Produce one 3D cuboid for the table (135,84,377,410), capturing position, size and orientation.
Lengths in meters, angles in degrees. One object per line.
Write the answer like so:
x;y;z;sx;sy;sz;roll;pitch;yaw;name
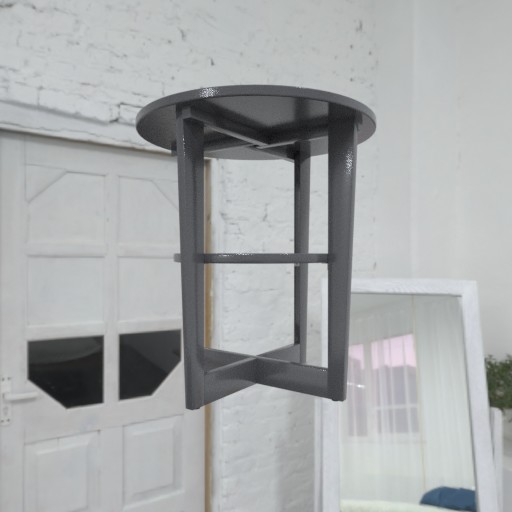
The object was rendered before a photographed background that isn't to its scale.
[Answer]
0.000;0.000;0.955;0.500;0.550;0.500;0;1;0;table
